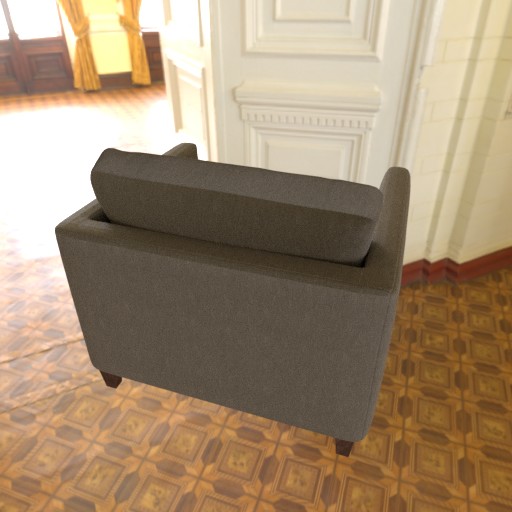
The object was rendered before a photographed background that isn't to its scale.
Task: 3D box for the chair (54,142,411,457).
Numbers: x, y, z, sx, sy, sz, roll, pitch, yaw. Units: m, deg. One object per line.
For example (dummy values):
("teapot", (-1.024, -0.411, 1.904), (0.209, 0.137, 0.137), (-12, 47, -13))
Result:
("chair", (0.000, 0.000, 1.795), (1.107, 0.963, 0.959), (10, 34, 16))
